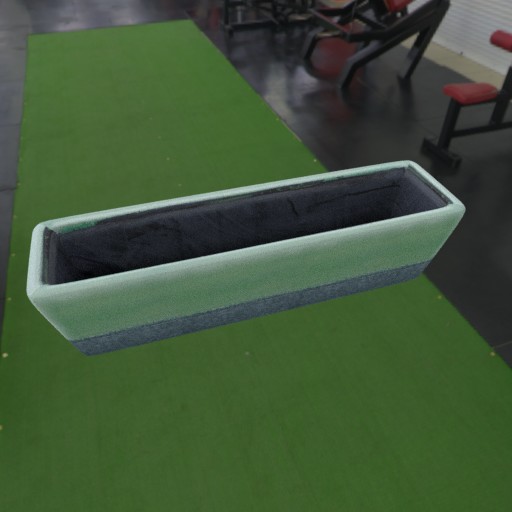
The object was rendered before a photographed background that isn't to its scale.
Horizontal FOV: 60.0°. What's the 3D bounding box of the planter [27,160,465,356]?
[{"bbox_3d":[0.000,0.000,0.310,0.275,0.072,0.072,-12,43,-13],"label":"planter"}]
